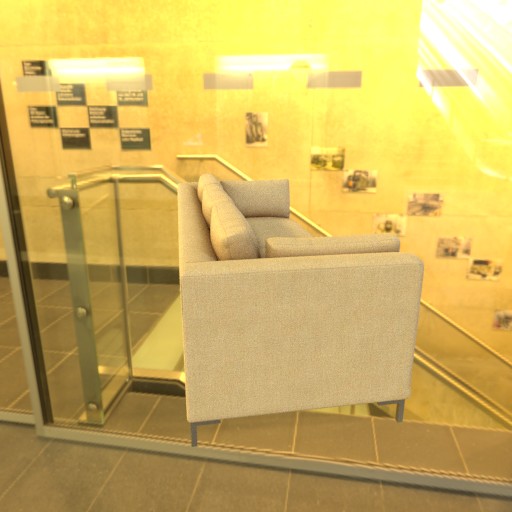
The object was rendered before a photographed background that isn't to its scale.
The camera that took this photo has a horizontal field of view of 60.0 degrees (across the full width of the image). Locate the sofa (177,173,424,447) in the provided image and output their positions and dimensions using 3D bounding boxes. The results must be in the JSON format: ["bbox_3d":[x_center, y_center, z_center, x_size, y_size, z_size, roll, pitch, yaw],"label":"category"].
[{"bbox_3d":[0.000,0.000,2.882,0.969,0.867,2.415,-3,17,-9],"label":"sofa"}]
